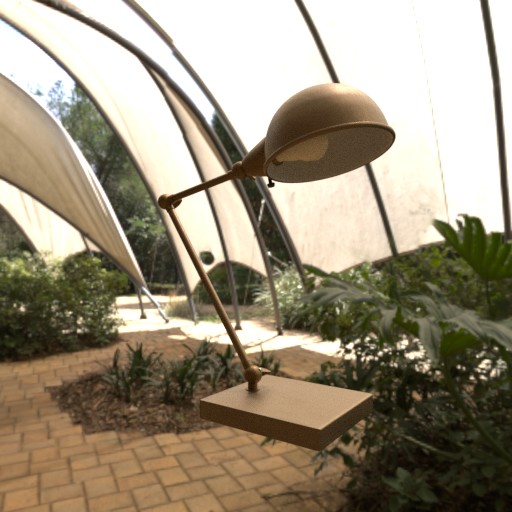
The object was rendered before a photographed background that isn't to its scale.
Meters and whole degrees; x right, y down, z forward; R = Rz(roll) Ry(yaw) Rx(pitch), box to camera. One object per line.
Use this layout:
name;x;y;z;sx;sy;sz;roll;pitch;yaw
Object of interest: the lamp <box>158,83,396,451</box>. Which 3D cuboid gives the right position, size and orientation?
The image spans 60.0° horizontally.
lamp;0.000;0.000;0.547;0.339;0.371;0.149;0;-1;36
